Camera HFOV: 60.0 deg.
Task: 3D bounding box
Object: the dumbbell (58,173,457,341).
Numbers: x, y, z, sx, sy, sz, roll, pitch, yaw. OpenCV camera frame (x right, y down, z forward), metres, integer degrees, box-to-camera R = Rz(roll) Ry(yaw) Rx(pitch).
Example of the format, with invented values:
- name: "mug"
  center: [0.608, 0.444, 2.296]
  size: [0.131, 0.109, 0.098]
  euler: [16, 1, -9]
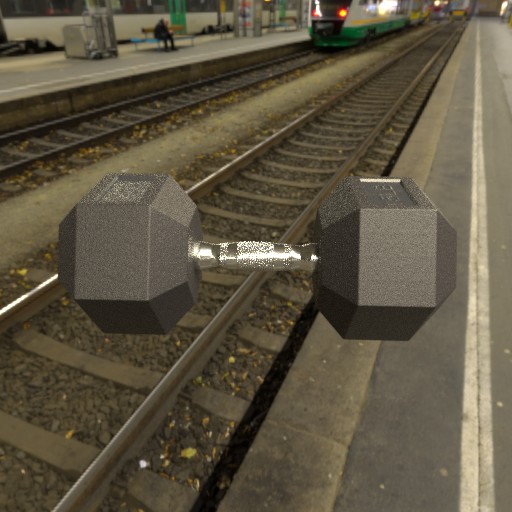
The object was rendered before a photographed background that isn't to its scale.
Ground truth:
- name: "dumbbell"
  center: [0.000, 0.000, 0.334]
  size: [0.271, 0.106, 0.122]
  euler: [1, 29, 2]
